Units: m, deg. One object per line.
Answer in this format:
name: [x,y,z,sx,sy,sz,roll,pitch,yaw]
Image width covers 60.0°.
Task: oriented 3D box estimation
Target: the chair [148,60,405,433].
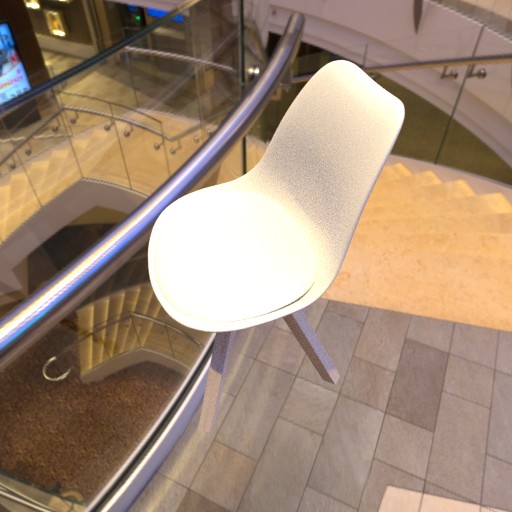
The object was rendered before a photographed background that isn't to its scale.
chair: [0.000,0.000,1.159,0.550,0.850,0.485,-16,49,-14]
